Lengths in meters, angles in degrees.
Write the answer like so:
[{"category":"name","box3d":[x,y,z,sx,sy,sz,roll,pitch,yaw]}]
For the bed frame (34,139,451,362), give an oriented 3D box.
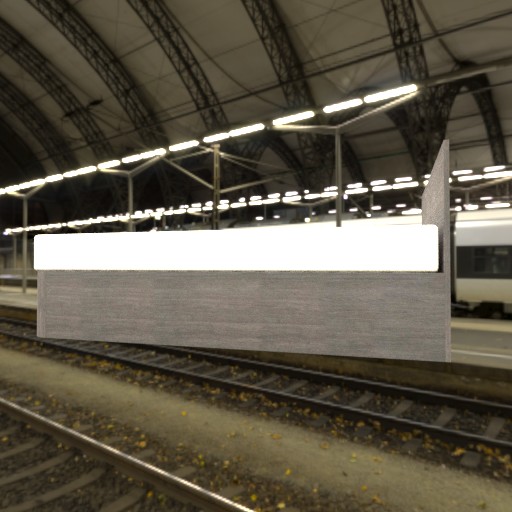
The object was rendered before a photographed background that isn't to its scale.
[{"category":"bed frame","box3d":[0.000,0.000,2.542,1.900,0.800,1.400,0,-1,17]}]
